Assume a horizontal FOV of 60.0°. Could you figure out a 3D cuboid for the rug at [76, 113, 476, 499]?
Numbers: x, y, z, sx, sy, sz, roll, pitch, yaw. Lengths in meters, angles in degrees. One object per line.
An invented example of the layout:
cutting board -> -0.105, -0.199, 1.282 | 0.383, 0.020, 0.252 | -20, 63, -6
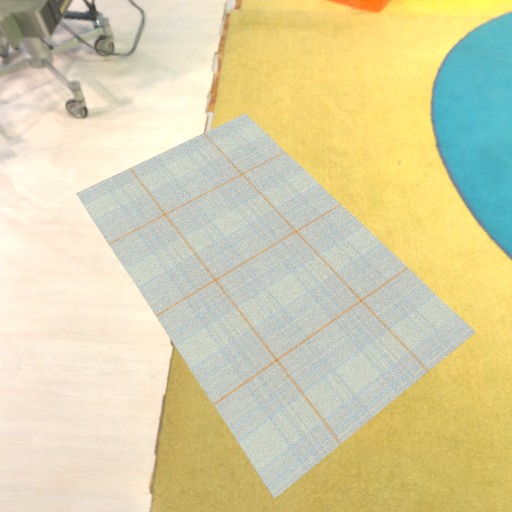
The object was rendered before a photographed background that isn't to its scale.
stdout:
rug -> 0.000, 0.000, 2.977 | 1.527, 0.016, 2.442 | -31, 62, -18
